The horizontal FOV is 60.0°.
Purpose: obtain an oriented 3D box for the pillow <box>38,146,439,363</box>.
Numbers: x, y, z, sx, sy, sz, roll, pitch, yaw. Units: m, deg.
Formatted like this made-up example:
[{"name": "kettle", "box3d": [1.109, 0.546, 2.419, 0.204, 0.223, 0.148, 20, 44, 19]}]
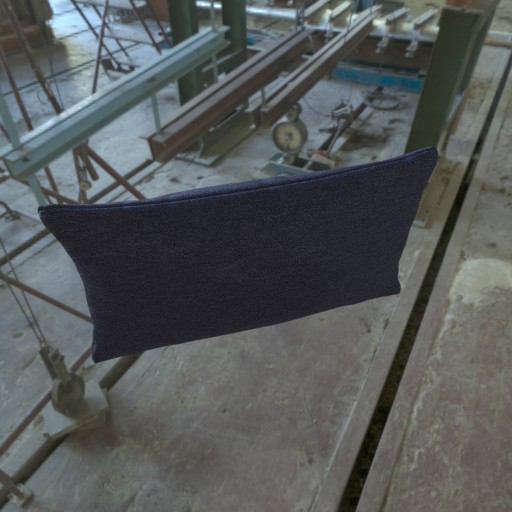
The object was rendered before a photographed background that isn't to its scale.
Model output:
[{"name": "pillow", "box3d": [0.000, 0.000, 0.783, 0.633, 0.338, 0.210, -11, 42, -12]}]
